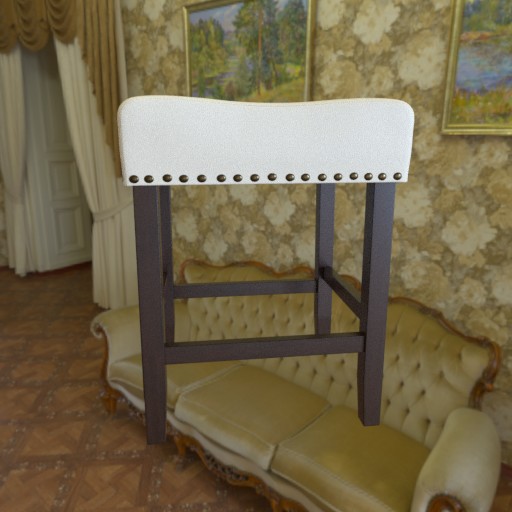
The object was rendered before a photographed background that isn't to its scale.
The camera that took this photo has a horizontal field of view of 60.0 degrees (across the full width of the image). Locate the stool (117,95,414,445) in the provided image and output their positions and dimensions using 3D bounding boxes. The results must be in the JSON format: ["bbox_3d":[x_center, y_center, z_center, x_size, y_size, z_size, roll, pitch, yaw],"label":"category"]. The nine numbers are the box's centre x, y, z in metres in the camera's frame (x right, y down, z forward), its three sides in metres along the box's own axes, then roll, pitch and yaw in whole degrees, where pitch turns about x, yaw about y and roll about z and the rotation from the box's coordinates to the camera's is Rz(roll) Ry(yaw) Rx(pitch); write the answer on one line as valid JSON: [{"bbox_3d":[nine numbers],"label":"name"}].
[{"bbox_3d":[0.000,0.000,0.940,0.471,0.609,0.401,-2,15,-7],"label":"stool"}]
